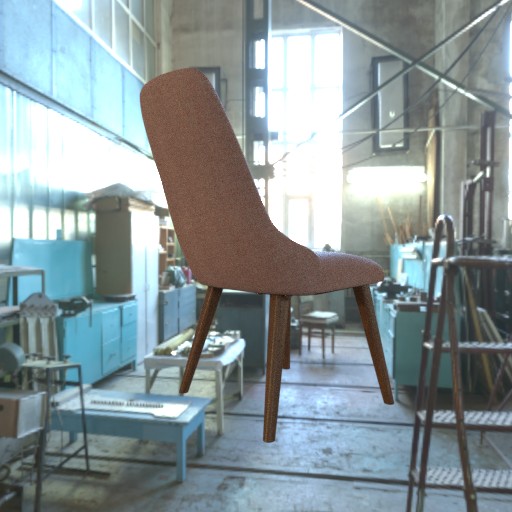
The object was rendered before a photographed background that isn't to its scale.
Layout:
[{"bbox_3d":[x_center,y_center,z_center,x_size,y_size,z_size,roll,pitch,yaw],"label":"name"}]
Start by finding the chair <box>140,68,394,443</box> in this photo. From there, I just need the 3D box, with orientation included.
[{"bbox_3d":[0.000,0.000,1.369,0.707,0.918,0.535,-1,1,-36],"label":"chair"}]
